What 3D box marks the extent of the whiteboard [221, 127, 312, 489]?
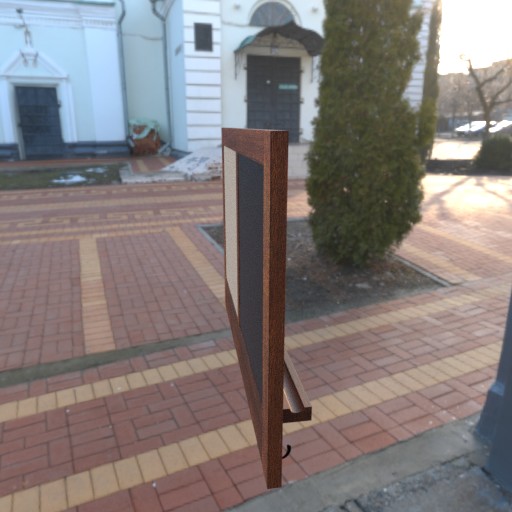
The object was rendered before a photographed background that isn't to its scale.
[{"bbox_3d":[0.000,0.000,1.000,0.083,0.553,0.768,-3,17,-8],"label":"whiteboard"}]
